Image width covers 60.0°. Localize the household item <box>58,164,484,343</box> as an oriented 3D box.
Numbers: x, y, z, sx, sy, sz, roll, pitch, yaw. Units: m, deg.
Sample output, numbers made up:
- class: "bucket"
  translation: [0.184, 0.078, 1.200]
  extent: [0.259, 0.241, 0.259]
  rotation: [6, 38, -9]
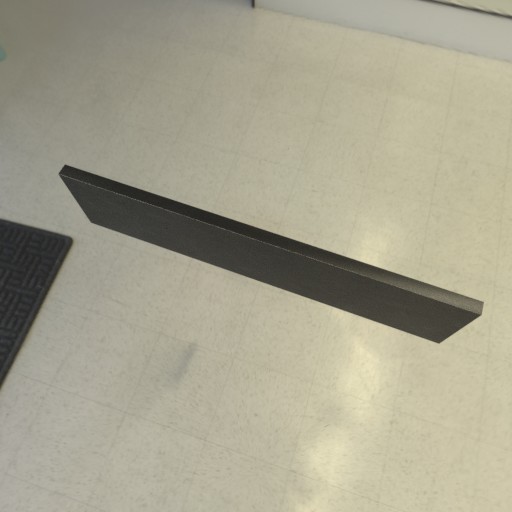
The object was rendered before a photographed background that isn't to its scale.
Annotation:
- class: "household item"
  translation: [0.000, 0.000, 1.098]
  extent: [1.001, 0.236, 0.030]
  rotation: [19, 66, 9]
